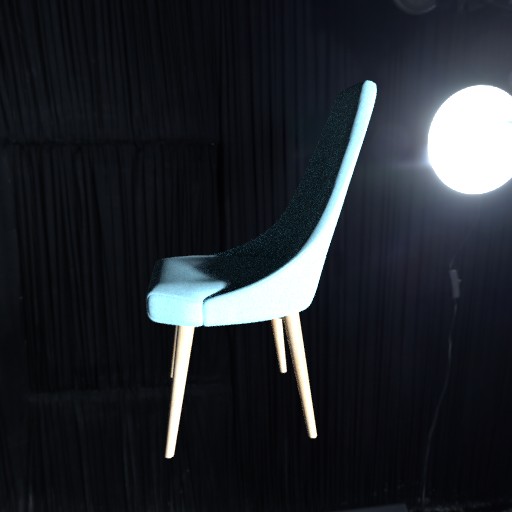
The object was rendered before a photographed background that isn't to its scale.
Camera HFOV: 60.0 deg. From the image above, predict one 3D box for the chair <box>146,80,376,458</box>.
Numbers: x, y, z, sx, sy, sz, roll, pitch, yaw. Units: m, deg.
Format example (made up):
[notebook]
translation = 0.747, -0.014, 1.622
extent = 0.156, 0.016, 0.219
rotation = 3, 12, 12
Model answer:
[chair]
translation = 0.000, 0.000, 1.405
extent = 0.660, 1.040, 0.510
rotation = -2, 13, -9
